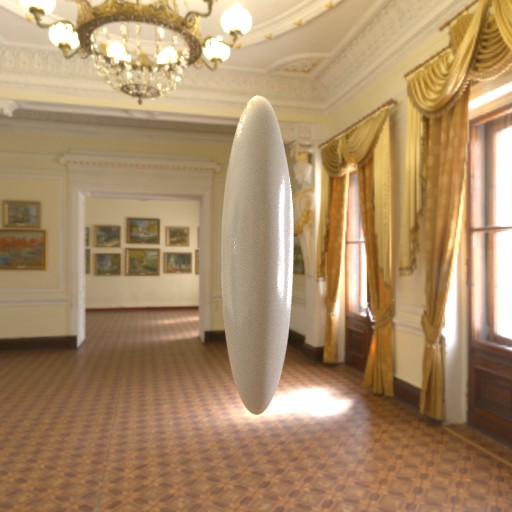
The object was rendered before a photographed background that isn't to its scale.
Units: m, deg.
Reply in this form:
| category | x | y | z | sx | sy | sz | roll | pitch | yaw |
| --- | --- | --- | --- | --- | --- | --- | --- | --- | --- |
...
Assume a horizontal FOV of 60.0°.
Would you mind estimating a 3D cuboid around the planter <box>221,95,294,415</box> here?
| category | x | y | z | sx | sy | sz | roll | pitch | yaw |
| --- | --- | --- | --- | --- | --- | --- | --- | --- | --- |
| planter | 0.000 | 0.000 | 0.278 | 0.043 | 0.188 | 0.185 | 0 | -1 | -1 |
